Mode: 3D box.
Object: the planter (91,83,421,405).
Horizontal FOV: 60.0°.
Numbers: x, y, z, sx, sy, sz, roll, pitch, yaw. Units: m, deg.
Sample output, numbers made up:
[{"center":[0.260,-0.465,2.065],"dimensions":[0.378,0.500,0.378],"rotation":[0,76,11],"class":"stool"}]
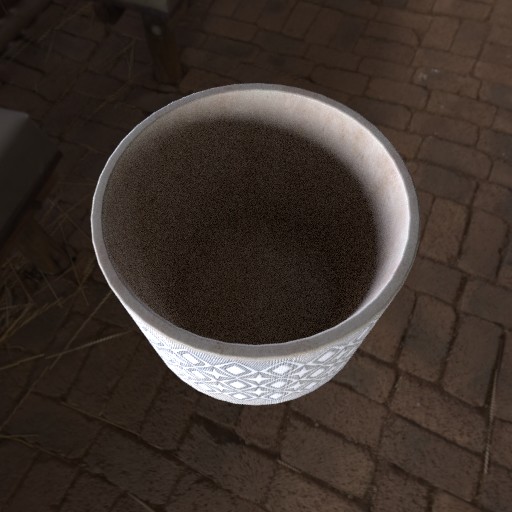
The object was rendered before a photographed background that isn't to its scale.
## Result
[{"center":[0.000,0.000,0.279],"dimensions":[0.164,0.127,0.164],"rotation":[0,62,0],"class":"planter"}]
